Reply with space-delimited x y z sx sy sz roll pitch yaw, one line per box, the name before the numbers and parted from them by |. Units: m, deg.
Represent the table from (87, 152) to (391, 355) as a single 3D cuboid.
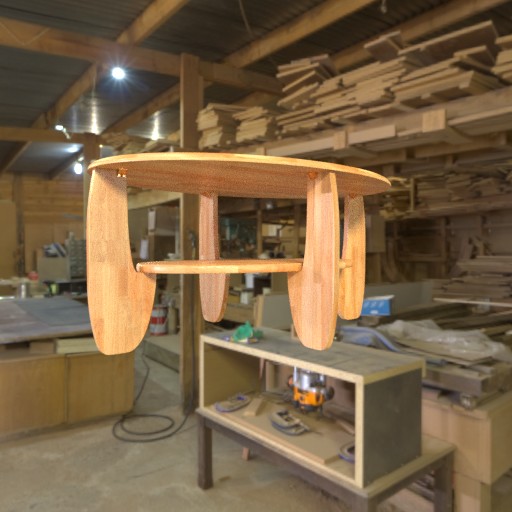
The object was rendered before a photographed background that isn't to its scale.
table | 0.000 0.000 1.409 1.040 0.490 0.690 -1 2 -37
